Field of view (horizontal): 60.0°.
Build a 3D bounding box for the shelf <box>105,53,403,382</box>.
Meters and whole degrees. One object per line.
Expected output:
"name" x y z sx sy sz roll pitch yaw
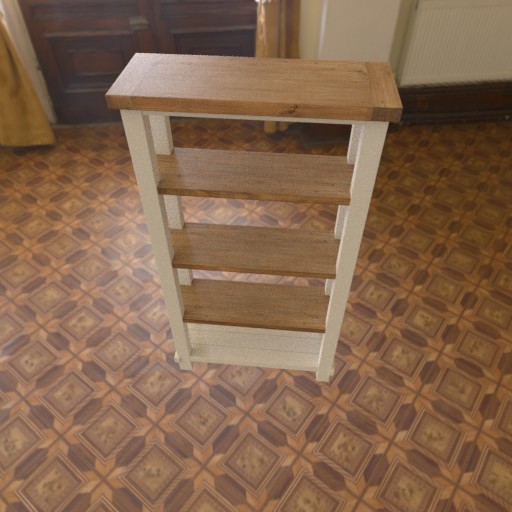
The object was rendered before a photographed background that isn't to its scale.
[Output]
"shelf" 0.000 0.000 2.309 1.022 1.878 0.381 4 45 4
